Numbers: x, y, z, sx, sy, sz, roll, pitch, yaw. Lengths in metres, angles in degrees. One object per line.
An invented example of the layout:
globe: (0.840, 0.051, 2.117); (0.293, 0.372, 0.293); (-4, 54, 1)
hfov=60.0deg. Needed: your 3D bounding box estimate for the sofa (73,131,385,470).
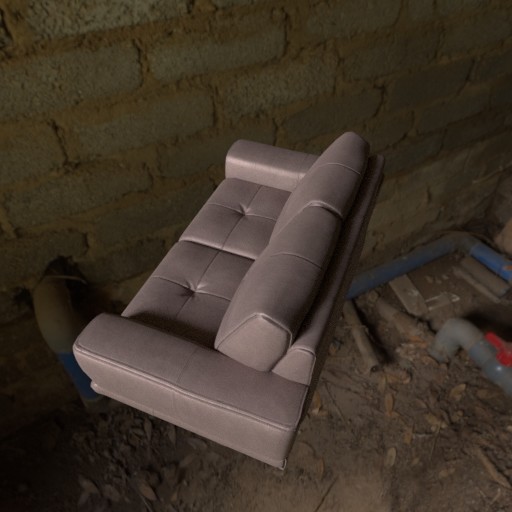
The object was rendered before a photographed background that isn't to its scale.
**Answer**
sofa: (0.000, 0.000, 2.361); (1.018, 0.907, 1.806); (16, 48, 15)
